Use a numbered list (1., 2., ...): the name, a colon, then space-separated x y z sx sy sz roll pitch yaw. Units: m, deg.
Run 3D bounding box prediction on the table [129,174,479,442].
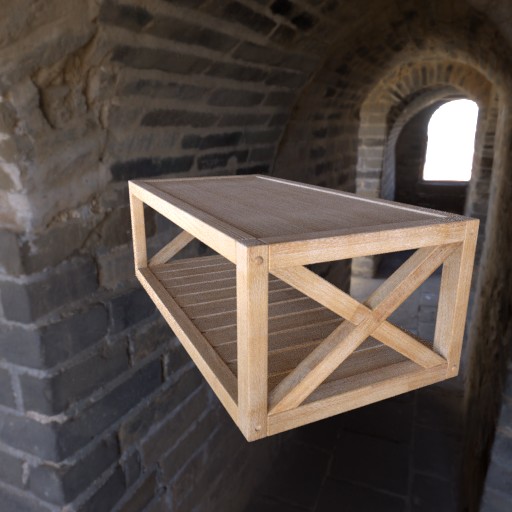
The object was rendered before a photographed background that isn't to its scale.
1. table: 0.000 0.000 1.638 0.660 0.457 1.321 -7 18 -24
